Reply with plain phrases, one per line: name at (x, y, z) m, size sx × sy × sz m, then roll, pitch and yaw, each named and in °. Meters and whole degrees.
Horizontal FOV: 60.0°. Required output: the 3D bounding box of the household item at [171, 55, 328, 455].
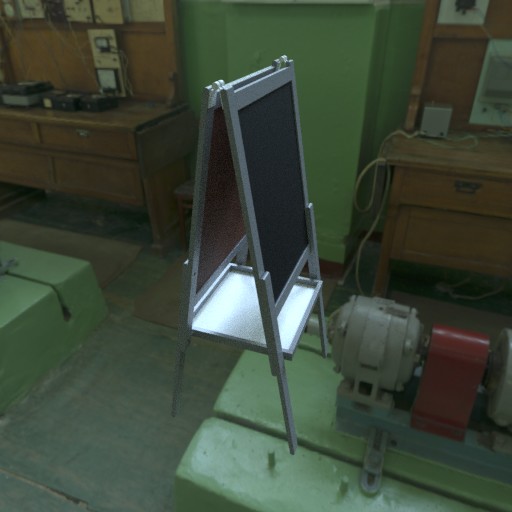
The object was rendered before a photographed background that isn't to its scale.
household item at (0.000, 0.000, 1.479) m, size 0.469 × 1.172 × 0.531 m, roll 11°, pitch 32°, yaw 17°
